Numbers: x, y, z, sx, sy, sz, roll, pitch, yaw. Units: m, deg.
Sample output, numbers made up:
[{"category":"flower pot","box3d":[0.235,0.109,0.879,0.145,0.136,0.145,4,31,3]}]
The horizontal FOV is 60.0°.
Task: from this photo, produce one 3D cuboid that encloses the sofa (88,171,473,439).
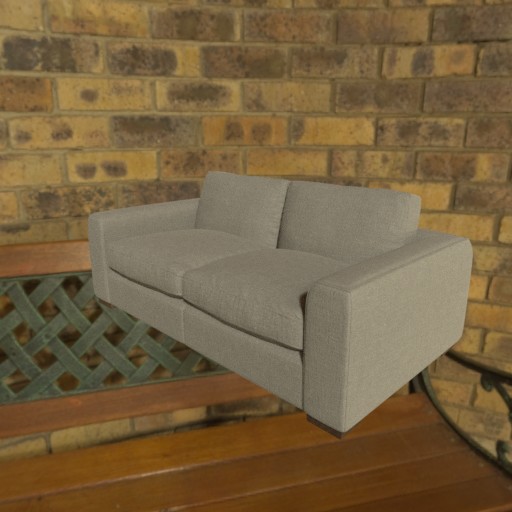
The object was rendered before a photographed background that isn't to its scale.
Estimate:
[{"category":"sofa","box3d":[0.000,0.000,2.438,1.069,0.800,1.920,-15,22,-43]}]
